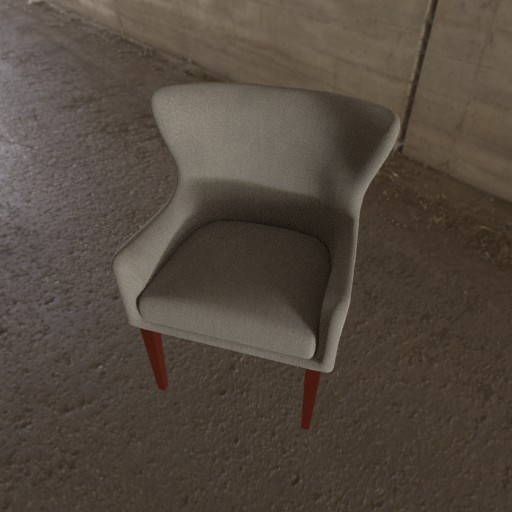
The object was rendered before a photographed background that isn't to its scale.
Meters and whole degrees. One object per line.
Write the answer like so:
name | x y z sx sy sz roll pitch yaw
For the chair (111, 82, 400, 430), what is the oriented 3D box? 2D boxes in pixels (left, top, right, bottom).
chair | 0.000 0.000 1.471 0.732 0.948 0.677 11 42 12
